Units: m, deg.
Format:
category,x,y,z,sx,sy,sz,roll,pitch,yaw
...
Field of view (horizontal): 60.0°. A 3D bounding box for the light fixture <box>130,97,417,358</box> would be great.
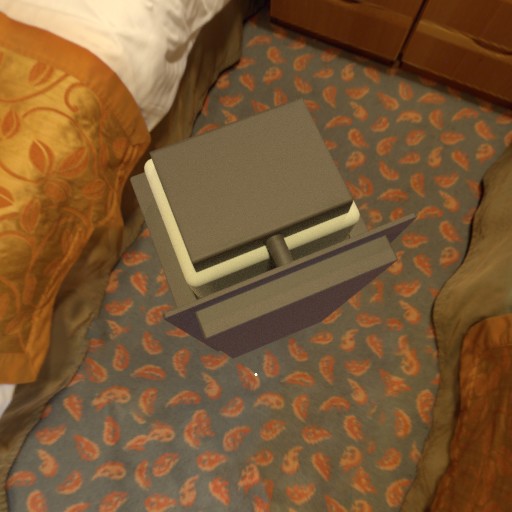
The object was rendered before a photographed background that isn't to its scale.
category,x,y,z,sx,sy,sz,roll,pitch,yaw
light fixture,0.000,0.000,0.424,0.153,0.347,0.146,-22,76,-6
